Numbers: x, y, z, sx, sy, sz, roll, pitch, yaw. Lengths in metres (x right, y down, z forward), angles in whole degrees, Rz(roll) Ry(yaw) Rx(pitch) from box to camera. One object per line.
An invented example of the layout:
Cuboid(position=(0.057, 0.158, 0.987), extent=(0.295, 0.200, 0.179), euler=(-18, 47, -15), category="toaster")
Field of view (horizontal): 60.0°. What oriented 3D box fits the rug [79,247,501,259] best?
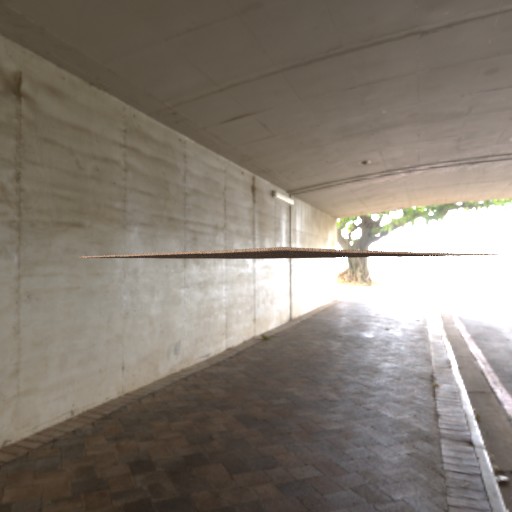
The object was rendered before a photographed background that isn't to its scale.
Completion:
Cuboid(position=(0.000, 0.000, 2.251), extent=(1.225, 0.013, 1.840), euler=(1, -1, -37), category="rug")
